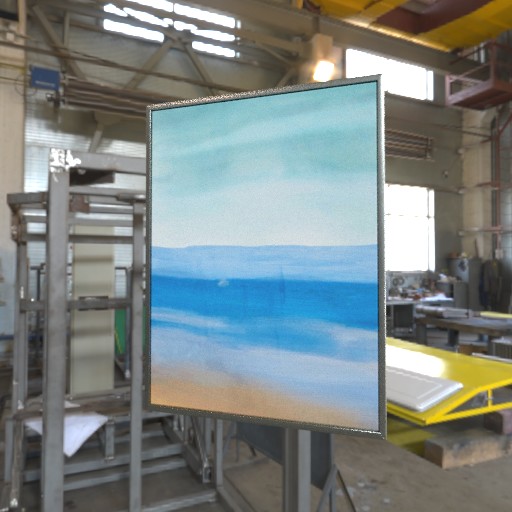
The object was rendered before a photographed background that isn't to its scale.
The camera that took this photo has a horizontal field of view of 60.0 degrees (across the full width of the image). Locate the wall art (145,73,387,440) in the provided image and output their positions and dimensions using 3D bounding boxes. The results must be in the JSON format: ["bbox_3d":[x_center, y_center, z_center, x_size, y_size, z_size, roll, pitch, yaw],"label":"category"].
[{"bbox_3d":[0.000,0.000,1.432,0.803,1.062,0.041,0,-1,19],"label":"wall art"}]
